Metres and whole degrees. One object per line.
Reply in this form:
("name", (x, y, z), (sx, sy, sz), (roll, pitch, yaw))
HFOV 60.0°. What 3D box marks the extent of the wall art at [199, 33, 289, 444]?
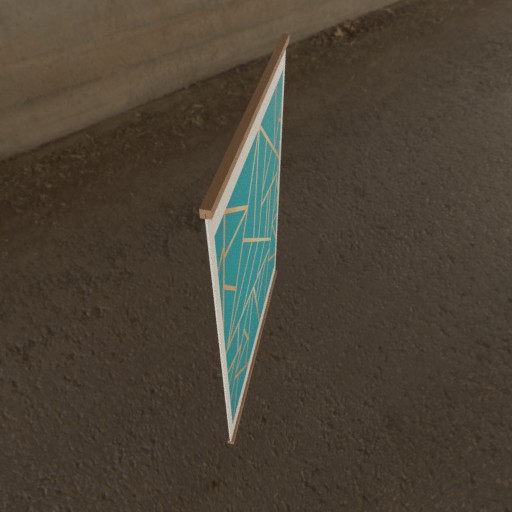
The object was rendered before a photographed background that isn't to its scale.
("wall art", (0.000, 0.000, 0.809), (0.012, 0.608, 0.459), (9, 47, 9))
